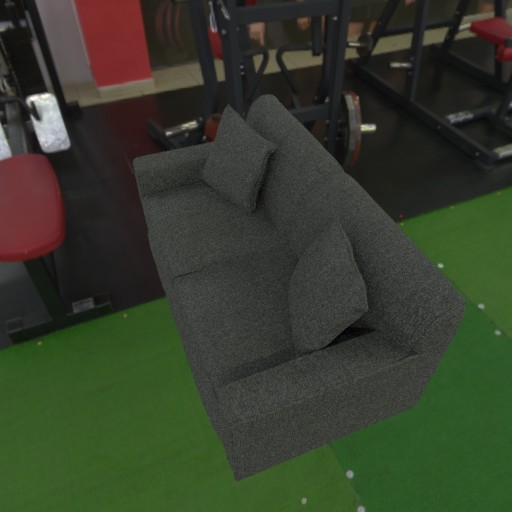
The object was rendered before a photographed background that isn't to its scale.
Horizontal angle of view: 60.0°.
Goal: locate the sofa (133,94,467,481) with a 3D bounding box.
[{"bbox_3d":[0.000,0.000,2.381,0.998,0.958,1.846,-16,47,-15],"label":"sofa"}]
